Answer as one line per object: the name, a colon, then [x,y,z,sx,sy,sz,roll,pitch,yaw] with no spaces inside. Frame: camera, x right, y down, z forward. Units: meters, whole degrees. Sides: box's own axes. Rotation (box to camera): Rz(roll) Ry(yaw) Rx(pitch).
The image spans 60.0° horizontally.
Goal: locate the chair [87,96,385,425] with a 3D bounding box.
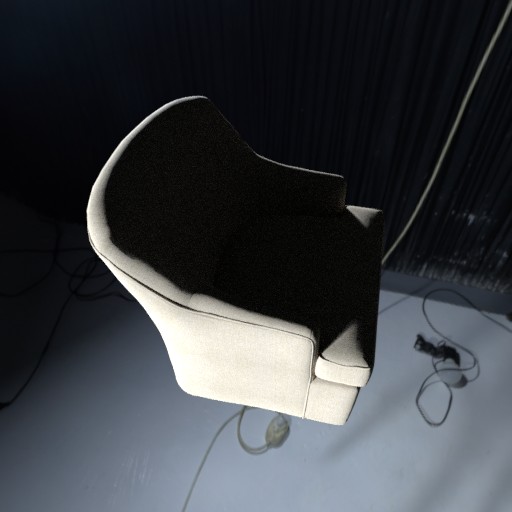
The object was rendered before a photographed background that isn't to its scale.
chair: [0.000,0.000,1.645,0.923,0.856,0.864,10,47,10]
